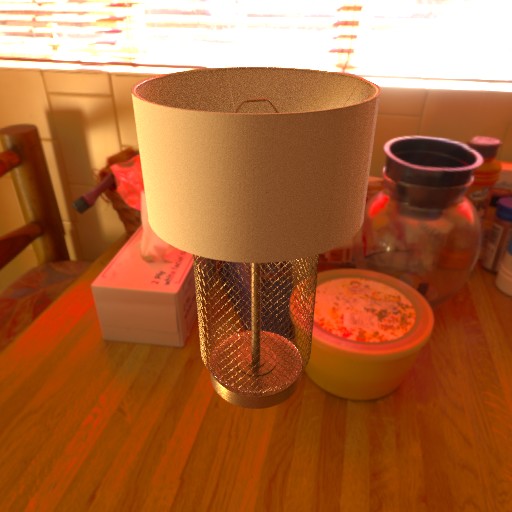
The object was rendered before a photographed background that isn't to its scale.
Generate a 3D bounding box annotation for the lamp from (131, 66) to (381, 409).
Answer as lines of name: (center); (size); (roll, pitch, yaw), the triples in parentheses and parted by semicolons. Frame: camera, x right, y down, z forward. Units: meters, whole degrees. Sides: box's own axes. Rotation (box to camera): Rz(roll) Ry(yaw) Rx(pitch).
lamp: (0.000, 0.000, 0.790); (0.353, 0.578, 0.353); (0, 31, 0)
